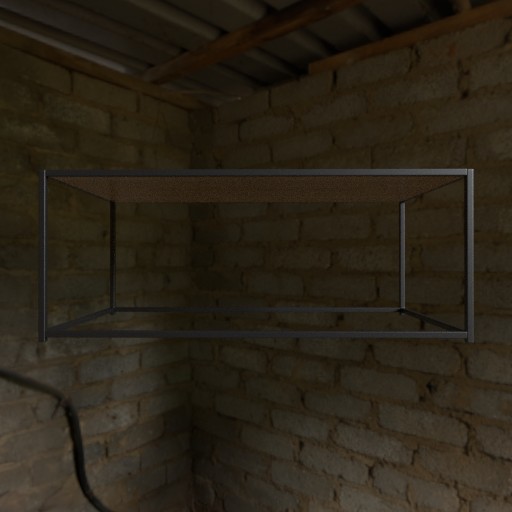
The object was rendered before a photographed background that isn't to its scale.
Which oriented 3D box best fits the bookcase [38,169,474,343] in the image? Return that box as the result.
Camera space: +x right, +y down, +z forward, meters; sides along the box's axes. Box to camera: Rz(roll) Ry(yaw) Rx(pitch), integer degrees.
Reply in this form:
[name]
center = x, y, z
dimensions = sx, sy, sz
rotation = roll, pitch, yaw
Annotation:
[bookcase]
center = 0.000, 0.000, 1.267
dimensions = 1.000, 0.400, 0.500
rotation = 0, 0, 1
